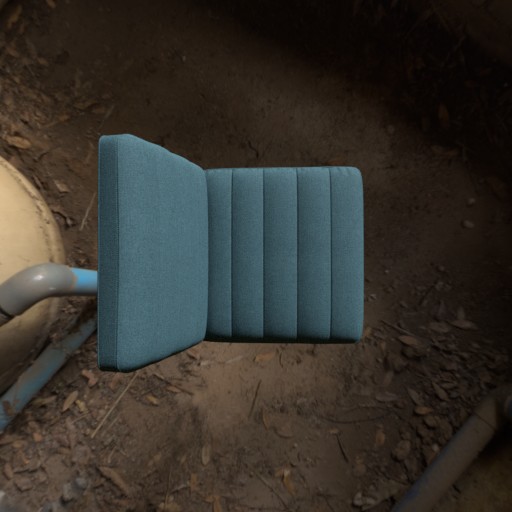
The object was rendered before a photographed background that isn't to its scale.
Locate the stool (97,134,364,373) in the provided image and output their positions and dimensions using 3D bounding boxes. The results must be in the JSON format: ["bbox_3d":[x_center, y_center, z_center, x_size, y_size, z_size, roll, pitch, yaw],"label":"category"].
[{"bbox_3d":[0.000,0.000,1.318,0.560,1.040,0.460,0,89,2],"label":"stool"}]
